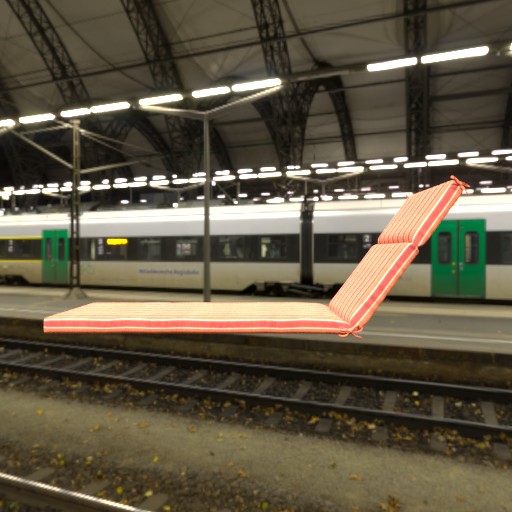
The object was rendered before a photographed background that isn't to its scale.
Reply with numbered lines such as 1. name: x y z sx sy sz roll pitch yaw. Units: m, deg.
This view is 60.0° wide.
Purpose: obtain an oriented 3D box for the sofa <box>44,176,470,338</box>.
1. sofa: 0.000 0.000 1.968 1.663 0.622 0.582 0 1 1
